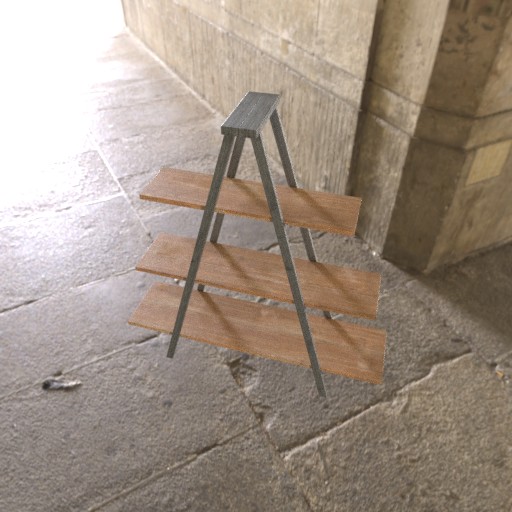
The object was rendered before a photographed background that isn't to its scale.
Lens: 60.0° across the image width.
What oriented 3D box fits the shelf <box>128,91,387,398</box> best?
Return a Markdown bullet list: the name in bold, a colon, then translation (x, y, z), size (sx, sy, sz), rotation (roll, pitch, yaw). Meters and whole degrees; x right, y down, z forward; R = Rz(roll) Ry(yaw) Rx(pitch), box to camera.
- **shelf**: translation (0.000, 0.000, 2.647), size (1.746, 1.808, 0.508), rotation (11, 43, 12)
